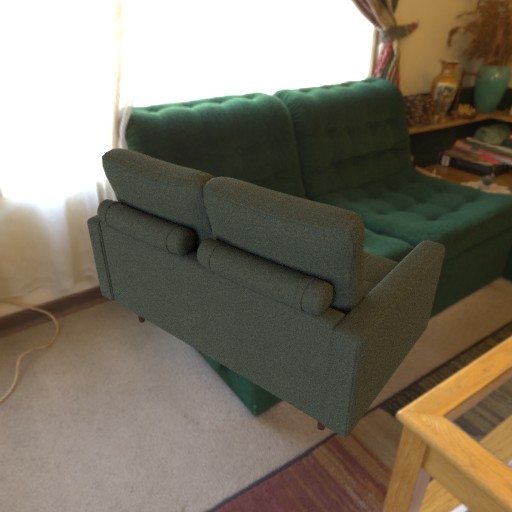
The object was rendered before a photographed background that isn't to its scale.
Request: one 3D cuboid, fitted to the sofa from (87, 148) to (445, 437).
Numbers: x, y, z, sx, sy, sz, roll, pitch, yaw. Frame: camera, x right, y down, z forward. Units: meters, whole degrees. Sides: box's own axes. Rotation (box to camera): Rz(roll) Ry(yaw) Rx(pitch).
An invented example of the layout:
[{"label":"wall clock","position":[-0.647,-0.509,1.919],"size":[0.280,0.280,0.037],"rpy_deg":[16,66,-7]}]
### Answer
[{"label":"sofa","position":[0.000,0.000,1.999],"size":[1.407,0.907,0.842],"rpy_deg":[21,36,33]}]
